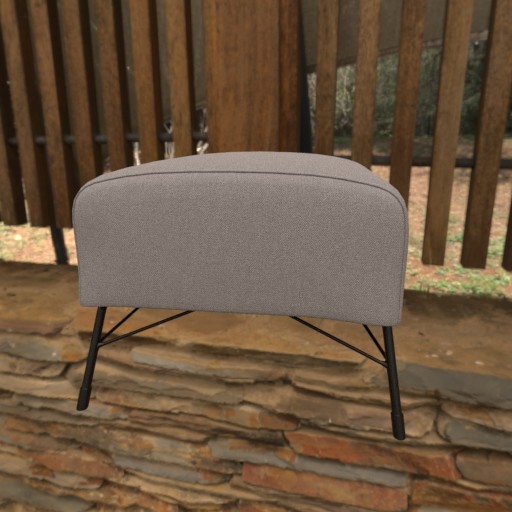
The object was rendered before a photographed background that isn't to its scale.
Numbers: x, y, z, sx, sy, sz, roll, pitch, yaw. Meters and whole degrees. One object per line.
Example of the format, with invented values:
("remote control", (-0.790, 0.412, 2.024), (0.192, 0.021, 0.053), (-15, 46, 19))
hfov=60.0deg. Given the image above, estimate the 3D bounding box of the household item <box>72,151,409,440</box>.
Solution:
("household item", (0.000, 0.000, 0.896), (0.530, 0.410, 0.530), (2, 15, 8))
